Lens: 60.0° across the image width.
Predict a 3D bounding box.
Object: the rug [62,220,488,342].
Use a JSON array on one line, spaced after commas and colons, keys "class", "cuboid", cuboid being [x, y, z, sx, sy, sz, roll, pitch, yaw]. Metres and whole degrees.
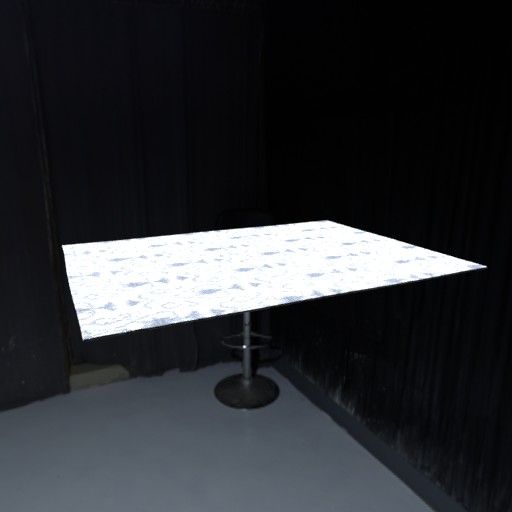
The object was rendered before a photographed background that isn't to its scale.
[{"class": "rug", "cuboid": [0.000, 0.000, 2.880, 2.261, 0.013, 1.676, -7, 17, -25]}]
